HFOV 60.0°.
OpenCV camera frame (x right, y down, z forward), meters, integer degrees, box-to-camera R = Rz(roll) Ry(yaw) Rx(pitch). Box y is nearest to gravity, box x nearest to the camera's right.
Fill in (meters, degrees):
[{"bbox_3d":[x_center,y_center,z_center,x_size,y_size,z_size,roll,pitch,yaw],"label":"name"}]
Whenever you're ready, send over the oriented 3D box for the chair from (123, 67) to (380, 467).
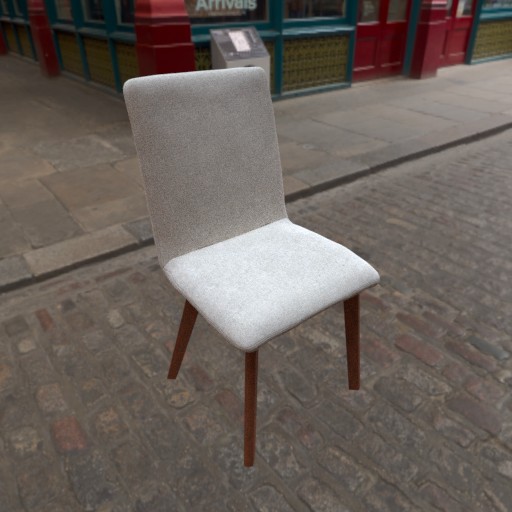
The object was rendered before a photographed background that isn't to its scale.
[{"bbox_3d":[0.000,0.000,1.317,0.522,0.974,0.563,-22,37,-32],"label":"chair"}]
